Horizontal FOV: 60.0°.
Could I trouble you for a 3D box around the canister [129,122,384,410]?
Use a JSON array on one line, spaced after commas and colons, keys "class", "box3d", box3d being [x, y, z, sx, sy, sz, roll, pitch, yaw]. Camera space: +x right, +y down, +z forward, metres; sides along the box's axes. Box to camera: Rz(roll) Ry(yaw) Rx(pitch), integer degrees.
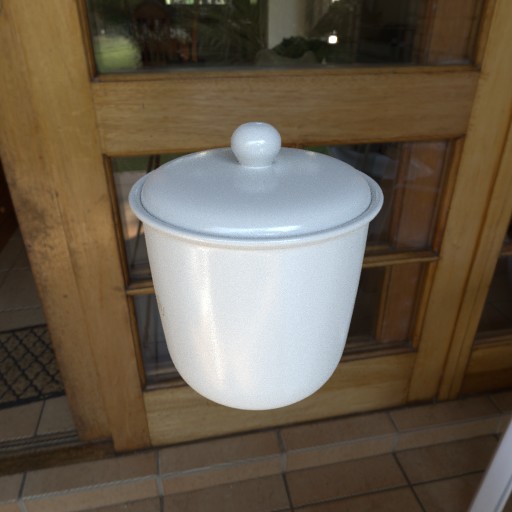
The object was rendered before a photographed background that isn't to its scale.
[{"class": "canister", "box3d": [0.000, 0.000, 0.354, 0.182, 0.208, 0.182, 0, 29, 0]}]
